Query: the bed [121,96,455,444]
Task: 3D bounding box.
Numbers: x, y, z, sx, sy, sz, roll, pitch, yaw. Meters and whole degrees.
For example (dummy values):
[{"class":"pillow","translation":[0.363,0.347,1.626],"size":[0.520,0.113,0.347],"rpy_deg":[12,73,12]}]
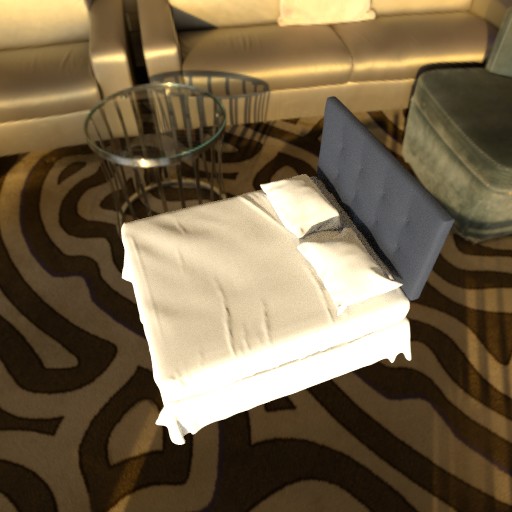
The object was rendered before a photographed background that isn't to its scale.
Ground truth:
[{"class":"bed","translation":[0.000,0.000,3.592],"size":[2.222,1.577,1.936],"rpy_deg":[-16,50,-14]}]
